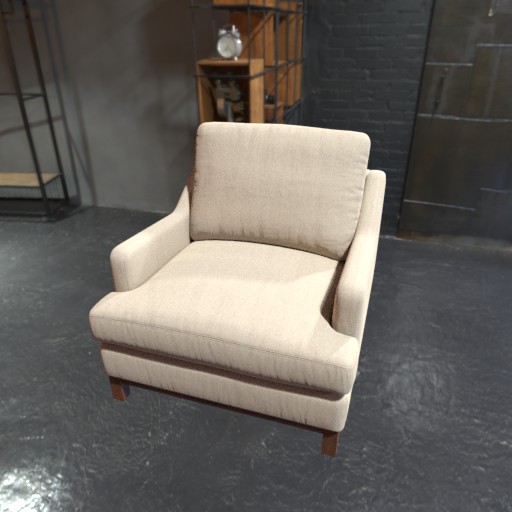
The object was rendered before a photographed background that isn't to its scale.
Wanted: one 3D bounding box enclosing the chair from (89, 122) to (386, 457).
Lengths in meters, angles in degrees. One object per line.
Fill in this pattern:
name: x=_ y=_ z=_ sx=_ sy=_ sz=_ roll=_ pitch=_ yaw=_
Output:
chair: x=0.000 y=0.000 z=1.767 sx=0.912 sy=0.916 sz=1.001 roll=8 pitch=28 yaw=16
